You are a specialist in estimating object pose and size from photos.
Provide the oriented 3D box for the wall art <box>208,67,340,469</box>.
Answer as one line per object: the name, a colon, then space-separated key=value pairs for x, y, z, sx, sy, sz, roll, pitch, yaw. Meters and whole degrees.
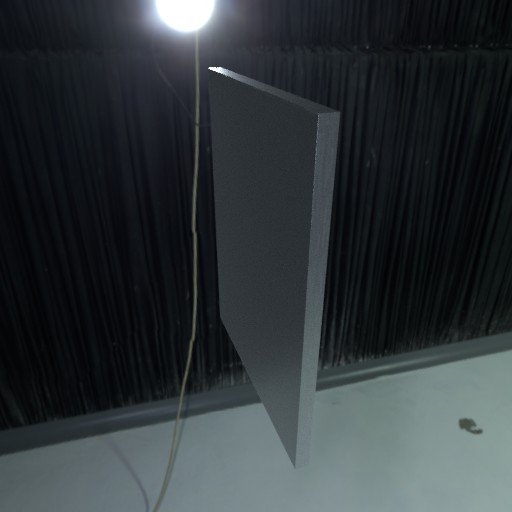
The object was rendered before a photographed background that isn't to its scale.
wall art: x=0.000 y=0.000 z=0.779 sx=0.025 sy=0.569 sz=0.444 roll=-10 pitch=30 yaw=-18
